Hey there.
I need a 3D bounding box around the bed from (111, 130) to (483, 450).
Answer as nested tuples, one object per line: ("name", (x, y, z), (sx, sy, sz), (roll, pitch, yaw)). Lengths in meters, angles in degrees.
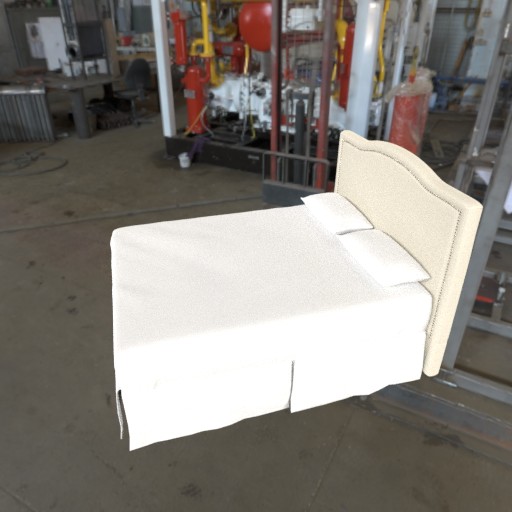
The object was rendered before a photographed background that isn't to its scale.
("bed", (0.000, 0.000, 3.254), (2.196, 1.449, 1.741), (-8, 31, -14))
